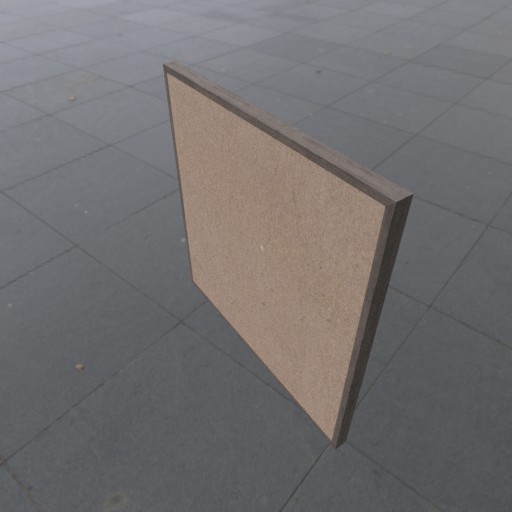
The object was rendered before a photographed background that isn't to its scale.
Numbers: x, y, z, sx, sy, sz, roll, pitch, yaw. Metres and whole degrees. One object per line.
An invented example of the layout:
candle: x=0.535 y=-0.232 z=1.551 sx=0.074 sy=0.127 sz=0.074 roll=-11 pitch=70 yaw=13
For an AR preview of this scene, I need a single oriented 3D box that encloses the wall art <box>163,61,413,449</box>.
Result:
wall art: x=0.000 y=0.000 z=1.138 sx=0.038 sy=0.762 sz=0.762 roll=-25 pitch=46 yaw=-26
